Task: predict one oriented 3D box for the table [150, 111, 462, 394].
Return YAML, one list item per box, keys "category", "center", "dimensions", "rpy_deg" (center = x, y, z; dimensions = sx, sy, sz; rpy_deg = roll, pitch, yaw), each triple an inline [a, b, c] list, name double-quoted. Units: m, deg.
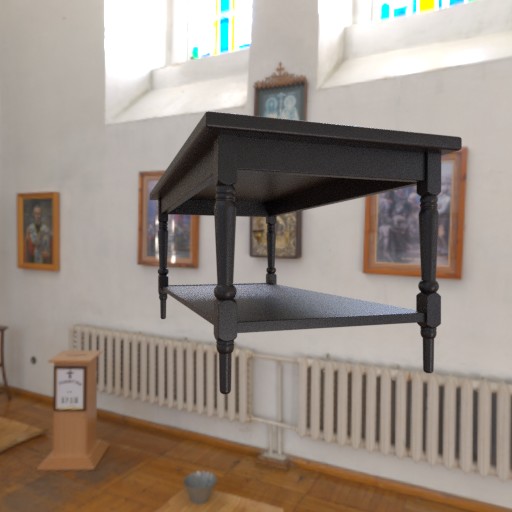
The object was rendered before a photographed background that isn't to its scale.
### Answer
- category: "table"
  center: [0.000, 0.000, 1.376]
  dimensions: [0.550, 0.510, 1.107]
  rpy_deg: [0, 0, -18]
